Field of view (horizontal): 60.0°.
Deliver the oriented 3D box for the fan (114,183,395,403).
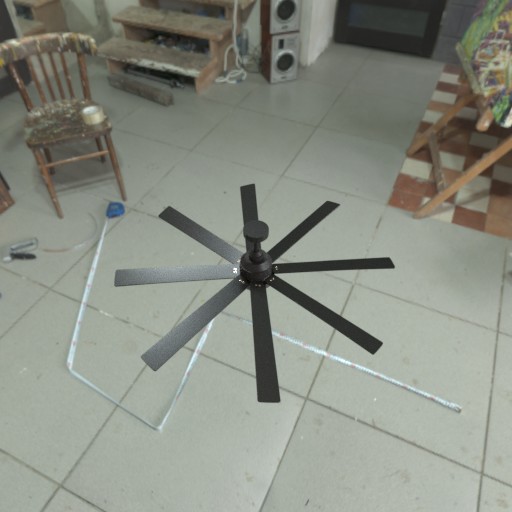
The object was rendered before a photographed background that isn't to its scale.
[{"bbox_3d":[0.000,0.000,2.816,1.830,0.472,1.830,-3,46,-3],"label":"fan"}]
